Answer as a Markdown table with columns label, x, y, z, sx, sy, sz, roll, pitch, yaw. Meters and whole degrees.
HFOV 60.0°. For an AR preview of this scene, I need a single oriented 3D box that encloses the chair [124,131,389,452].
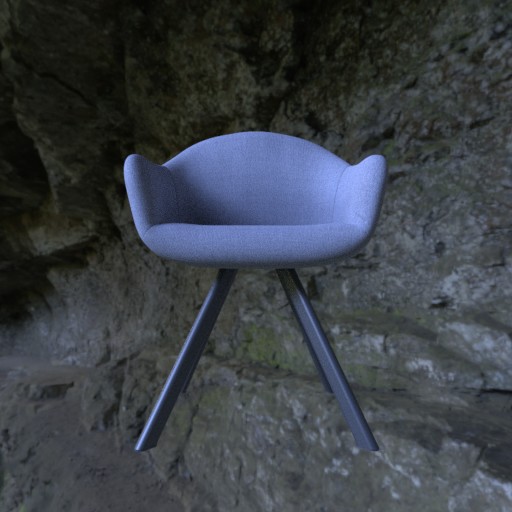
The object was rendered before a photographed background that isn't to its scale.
| label | x | y | z | sx | sy | sz | roll | pitch | yaw |
| --- | --- | --- | --- | --- | --- | --- | --- | --- | --- |
| chair | 0.000 | 0.000 | 1.168 | 0.590 | 0.795 | 0.550 | 0 | -2 | 0 |
